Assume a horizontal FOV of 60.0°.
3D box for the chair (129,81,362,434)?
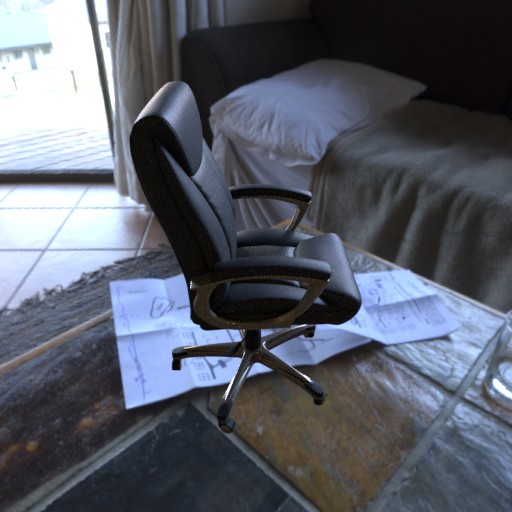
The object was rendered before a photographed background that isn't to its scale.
[{"bbox_3d":[0.000,0.000,1.675,0.748,1.188,0.694,0,32,0],"label":"chair"}]
